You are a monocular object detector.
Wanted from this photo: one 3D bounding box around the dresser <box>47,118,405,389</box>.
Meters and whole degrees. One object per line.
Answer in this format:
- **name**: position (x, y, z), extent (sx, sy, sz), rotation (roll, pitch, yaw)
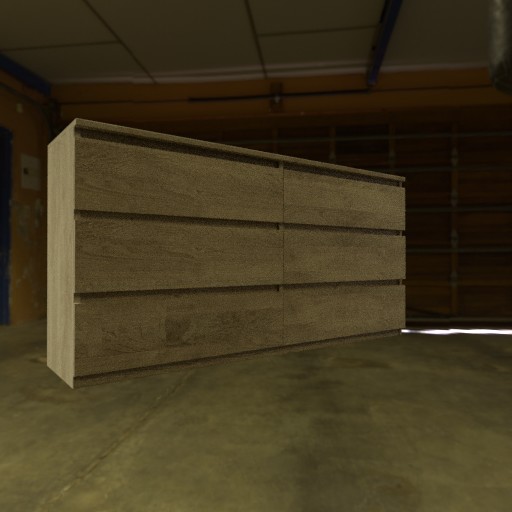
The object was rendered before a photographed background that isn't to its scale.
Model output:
- **dresser**: position (0.000, 0.000, 1.913), extent (1.590, 0.795, 0.390), rotation (0, -1, -37)
